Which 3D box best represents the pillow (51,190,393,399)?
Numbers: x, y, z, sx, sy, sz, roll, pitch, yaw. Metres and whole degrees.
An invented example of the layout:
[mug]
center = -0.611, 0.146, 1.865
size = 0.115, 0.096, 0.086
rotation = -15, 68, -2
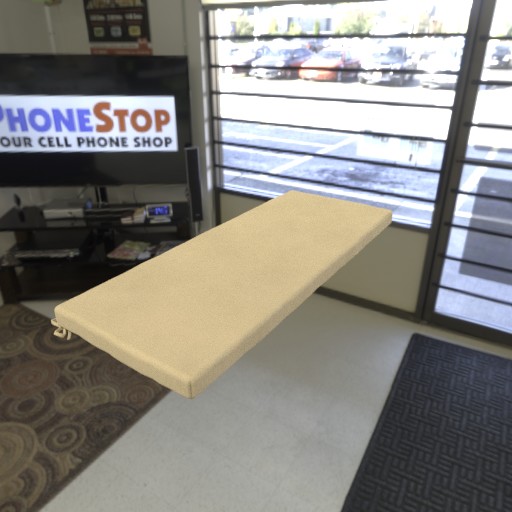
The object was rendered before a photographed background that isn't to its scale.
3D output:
[pillow]
center = 0.000, 0.000, 1.401
size = 0.492, 0.081, 1.187
rotation = 17, 31, 31
